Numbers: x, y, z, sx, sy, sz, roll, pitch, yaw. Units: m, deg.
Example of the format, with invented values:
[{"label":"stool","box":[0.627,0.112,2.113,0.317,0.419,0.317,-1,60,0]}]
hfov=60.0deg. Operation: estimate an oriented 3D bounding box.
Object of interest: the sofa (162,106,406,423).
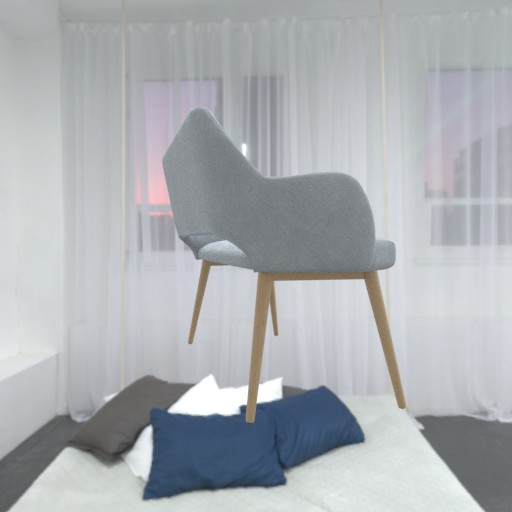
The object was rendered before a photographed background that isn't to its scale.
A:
[{"label":"sofa","box":[0.000,0.000,1.644,0.610,0.840,1.150,-1,2,-18]}]
